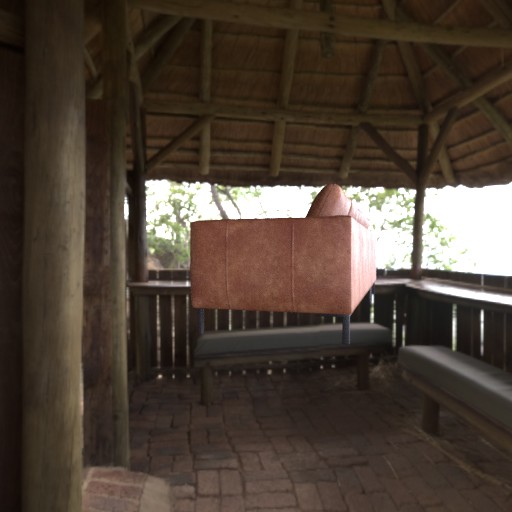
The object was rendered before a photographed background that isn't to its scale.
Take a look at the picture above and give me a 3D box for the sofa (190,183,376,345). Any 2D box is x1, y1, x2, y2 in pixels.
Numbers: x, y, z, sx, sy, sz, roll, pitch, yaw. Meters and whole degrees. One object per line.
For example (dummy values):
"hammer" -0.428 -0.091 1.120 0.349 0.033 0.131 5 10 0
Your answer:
"sofa" 0.000 0.000 3.907 1.938 0.877 2.984 0 1 18
